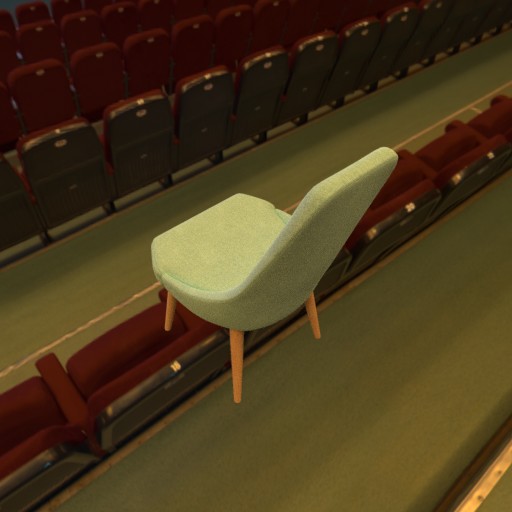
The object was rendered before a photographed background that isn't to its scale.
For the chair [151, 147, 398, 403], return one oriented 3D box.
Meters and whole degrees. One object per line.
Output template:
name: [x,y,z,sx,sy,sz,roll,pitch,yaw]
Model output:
chair: [0.000,0.000,1.399,0.510,1.040,0.660,-32,55,-26]
